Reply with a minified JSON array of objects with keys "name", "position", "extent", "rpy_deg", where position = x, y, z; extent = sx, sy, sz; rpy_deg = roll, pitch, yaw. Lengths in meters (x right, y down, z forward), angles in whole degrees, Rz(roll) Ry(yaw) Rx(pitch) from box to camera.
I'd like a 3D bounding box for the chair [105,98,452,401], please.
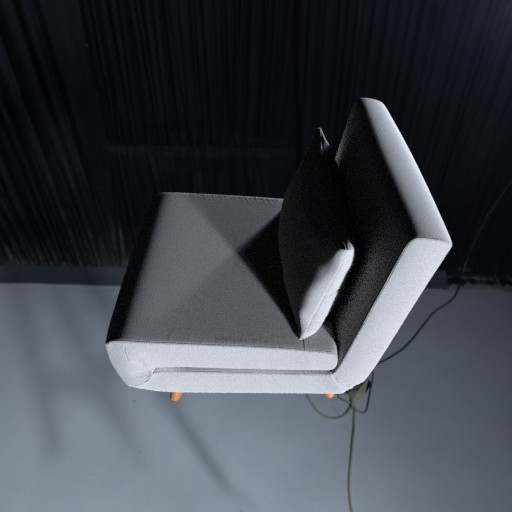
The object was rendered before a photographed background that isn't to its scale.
[{"name":"chair","position":[0.000,0.000,1.513],"extent":[0.902,0.808,0.770],"rpy_deg":[0,42,0]}]
